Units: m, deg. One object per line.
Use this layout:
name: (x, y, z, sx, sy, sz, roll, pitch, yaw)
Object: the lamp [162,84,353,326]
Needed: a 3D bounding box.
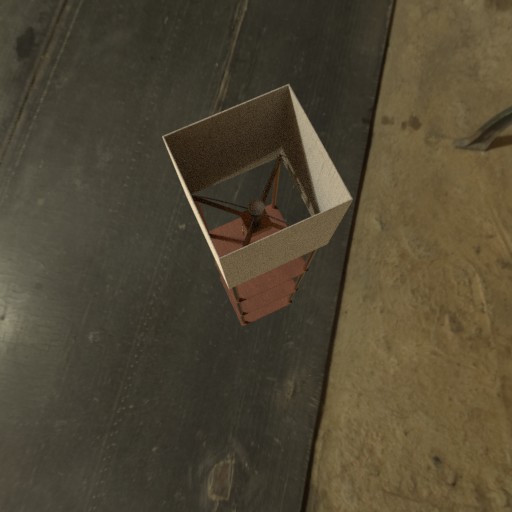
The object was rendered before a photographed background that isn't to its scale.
lamp: (0.000, 0.000, 1.713, 0.310, 1.569, 0.308, -24, 77, -6)
